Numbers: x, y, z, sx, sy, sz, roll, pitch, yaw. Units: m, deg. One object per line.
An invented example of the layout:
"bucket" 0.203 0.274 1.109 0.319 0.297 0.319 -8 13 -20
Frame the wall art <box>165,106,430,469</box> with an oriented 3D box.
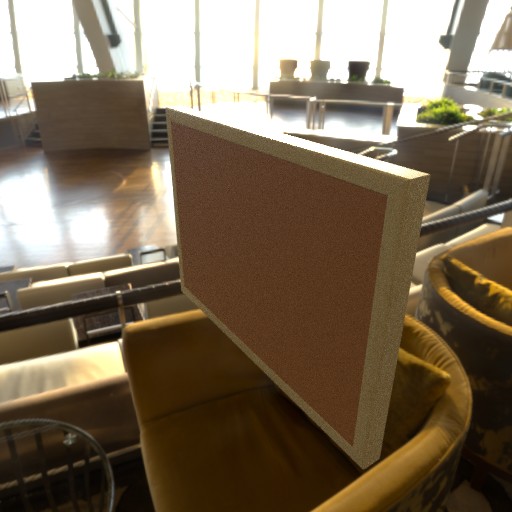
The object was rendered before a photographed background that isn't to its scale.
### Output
"wall art" 0.000 0.000 0.685 0.032 0.381 0.533 -17 31 -30
